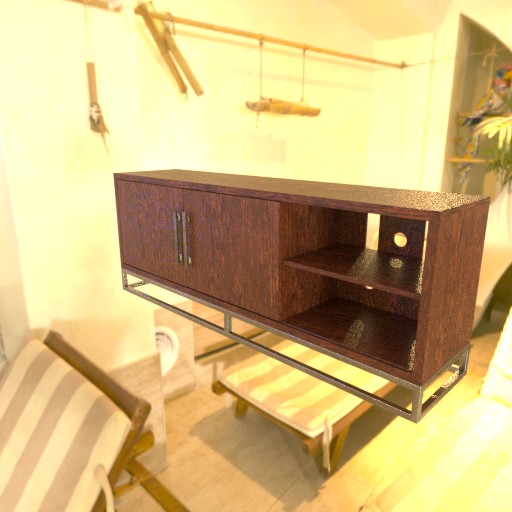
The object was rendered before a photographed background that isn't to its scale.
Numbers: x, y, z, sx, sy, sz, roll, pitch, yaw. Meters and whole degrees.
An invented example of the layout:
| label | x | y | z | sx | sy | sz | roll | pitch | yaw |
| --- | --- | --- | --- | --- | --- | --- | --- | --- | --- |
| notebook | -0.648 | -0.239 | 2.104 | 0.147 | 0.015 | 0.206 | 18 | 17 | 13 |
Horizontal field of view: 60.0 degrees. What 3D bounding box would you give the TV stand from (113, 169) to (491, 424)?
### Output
| label | x | y | z | sx | sy | sz | roll | pitch | yaw |
| --- | --- | --- | --- | --- | --- | --- | --- | --- | --- |
| TV stand | 0.000 | 0.000 | 1.751 | 1.541 | 0.578 | 0.382 | 15 | 21 | 42 |
